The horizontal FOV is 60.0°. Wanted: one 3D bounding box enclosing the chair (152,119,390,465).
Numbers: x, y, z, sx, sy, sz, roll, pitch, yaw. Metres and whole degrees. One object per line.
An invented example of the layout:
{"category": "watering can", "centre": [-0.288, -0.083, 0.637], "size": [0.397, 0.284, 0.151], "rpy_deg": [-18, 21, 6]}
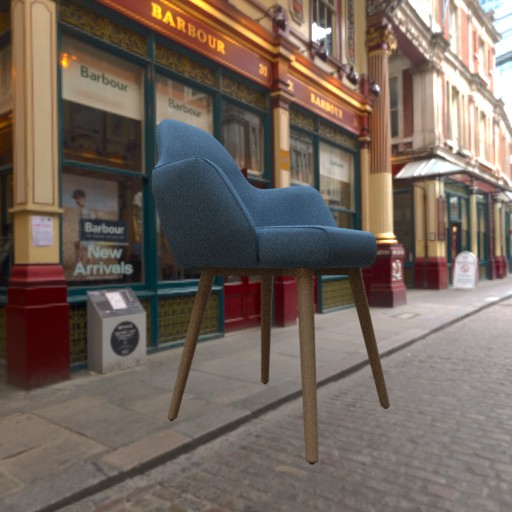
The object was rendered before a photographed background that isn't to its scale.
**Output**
{"category": "chair", "centre": [0.000, 0.000, 1.350], "size": [0.666, 0.920, 0.589], "rpy_deg": [0, -1, 36]}
